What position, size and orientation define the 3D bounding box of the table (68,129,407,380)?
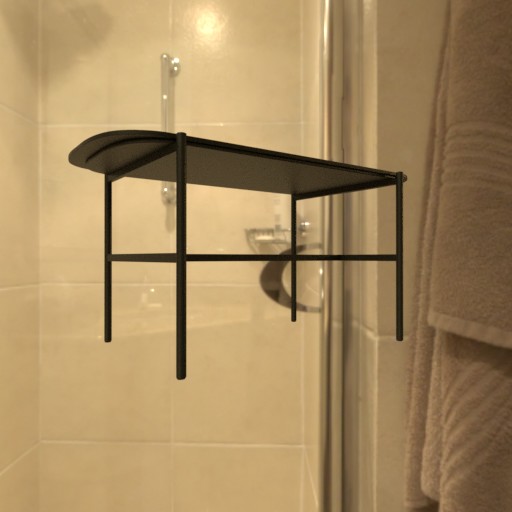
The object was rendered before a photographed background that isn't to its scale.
[{"bbox_3d":[0.000,0.000,1.039,0.800,0.400,0.400,0,0,-35],"label":"table"}]
